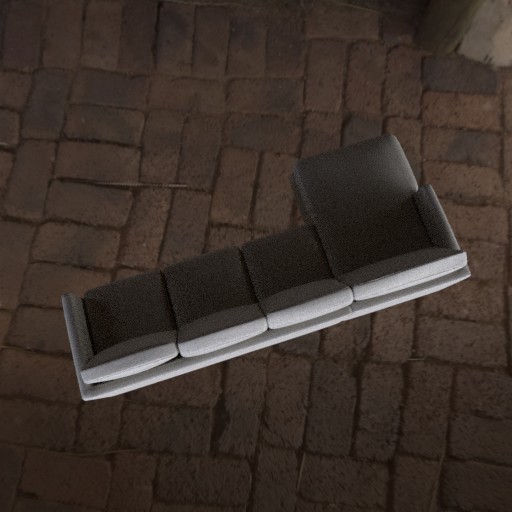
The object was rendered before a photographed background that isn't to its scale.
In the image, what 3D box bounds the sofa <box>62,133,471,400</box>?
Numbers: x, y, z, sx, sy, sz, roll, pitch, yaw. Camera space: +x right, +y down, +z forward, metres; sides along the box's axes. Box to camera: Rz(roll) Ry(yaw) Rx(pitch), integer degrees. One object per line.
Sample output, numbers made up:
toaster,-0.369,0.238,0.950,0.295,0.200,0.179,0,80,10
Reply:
sofa,0.000,0.000,3.823,3.201,0.876,1.502,-17,76,-4
